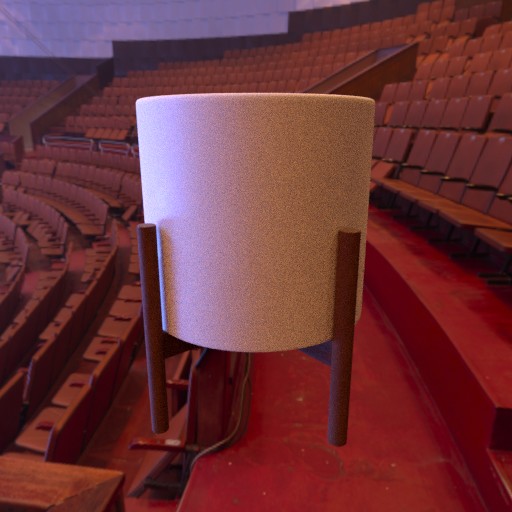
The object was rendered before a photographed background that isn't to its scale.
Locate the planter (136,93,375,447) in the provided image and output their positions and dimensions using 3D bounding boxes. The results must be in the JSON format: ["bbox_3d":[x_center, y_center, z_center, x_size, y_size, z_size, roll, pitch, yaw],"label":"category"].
[{"bbox_3d":[0.000,0.000,0.881,0.420,0.581,0.421,2,16,8],"label":"planter"}]
